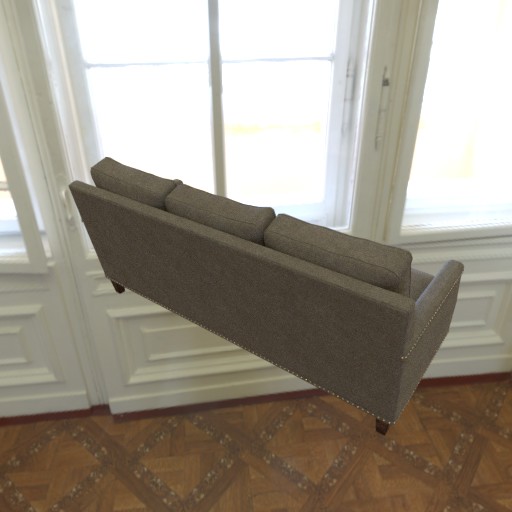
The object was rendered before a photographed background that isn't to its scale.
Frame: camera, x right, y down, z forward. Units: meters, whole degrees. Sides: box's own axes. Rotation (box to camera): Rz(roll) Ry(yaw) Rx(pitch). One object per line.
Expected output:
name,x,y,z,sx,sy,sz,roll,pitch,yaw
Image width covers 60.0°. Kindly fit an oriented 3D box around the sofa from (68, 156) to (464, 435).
sofa,0.000,0.000,2.758,2.226,1.042,1.034,20,36,31
